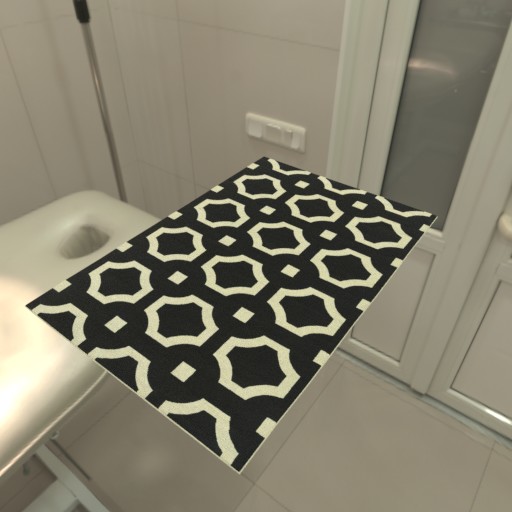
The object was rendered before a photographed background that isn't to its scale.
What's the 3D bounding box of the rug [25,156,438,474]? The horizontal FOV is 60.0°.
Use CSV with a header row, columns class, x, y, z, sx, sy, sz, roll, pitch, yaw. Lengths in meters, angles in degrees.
class,x,y,z,sx,sy,sz,roll,pitch,yaw
rug,0.000,0.000,2.843,1.555,0.016,2.286,26,46,28
